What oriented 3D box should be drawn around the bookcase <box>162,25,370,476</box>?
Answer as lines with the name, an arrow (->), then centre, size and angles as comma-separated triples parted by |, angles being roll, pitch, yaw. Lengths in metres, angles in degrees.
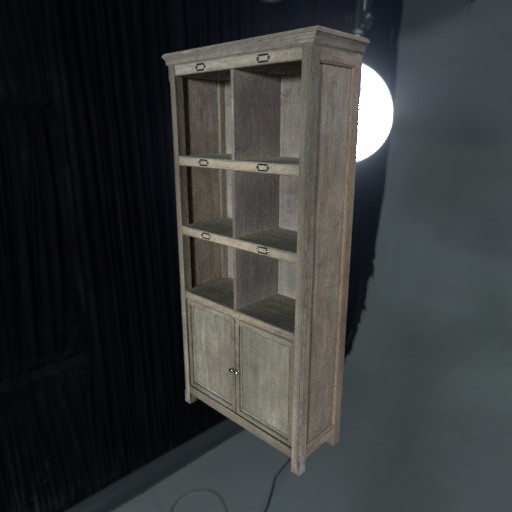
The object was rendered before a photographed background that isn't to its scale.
bookcase -> 0.000, 0.000, 2.173 | 0.906, 1.880, 0.348 | 15, 22, 42
